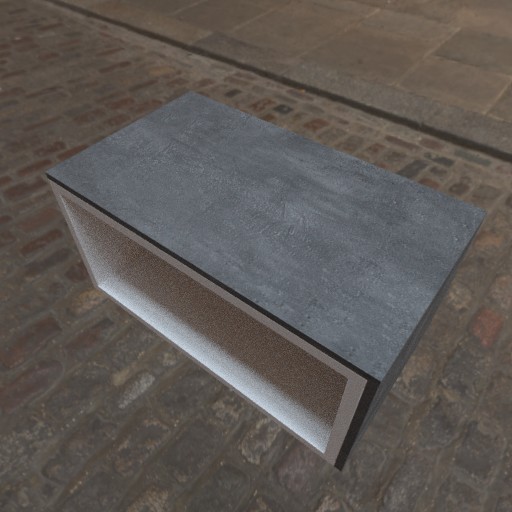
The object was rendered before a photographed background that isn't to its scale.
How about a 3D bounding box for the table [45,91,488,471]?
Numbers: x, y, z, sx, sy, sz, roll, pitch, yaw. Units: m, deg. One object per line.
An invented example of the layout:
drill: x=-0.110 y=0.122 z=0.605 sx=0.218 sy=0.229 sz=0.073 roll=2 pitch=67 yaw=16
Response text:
table: x=0.000 y=0.000 z=0.928 sx=0.700 sy=0.350 sz=0.400 roll=30 pitch=54 yaw=24
